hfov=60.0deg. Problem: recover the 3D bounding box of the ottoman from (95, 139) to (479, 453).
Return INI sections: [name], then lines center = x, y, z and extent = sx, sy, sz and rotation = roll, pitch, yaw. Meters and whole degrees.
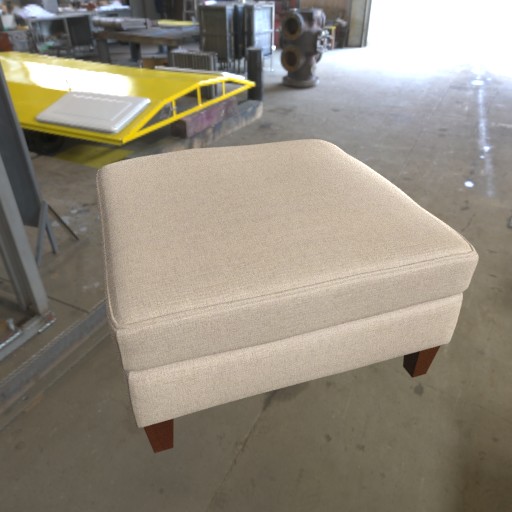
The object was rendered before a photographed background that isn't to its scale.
[ottoman]
center = 0.000, 0.000, 1.325
extent = 0.838, 0.481, 0.838
rotation = -11, 35, -15
